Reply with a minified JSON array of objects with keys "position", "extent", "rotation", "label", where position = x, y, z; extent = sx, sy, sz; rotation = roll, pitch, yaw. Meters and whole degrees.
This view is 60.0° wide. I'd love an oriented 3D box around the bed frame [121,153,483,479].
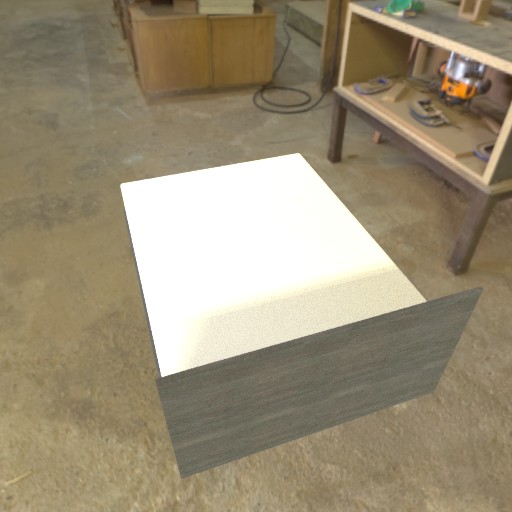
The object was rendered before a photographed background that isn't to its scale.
[{"position":[0.000,0.000,2.658],"extent":[1.400,0.800,1.900],"rotation":[-13,43,-14],"label":"bed frame"}]
